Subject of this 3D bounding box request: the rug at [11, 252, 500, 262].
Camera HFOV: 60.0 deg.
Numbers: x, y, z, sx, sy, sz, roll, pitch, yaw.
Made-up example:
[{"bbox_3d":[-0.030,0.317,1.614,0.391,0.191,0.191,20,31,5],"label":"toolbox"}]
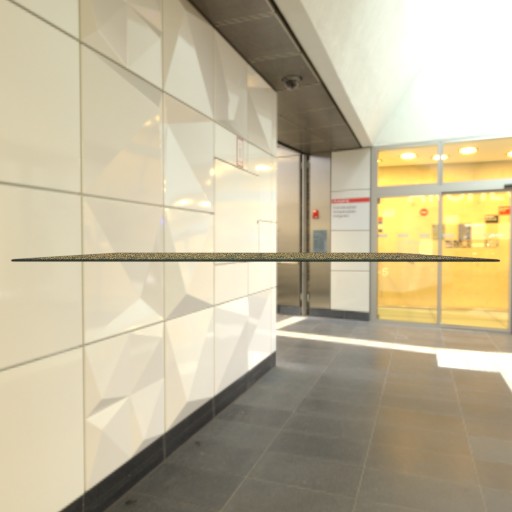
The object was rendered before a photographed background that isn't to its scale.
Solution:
[{"bbox_3d":[0.000,0.000,2.258,1.829,0.010,1.219,0,2,1],"label":"rug"}]
